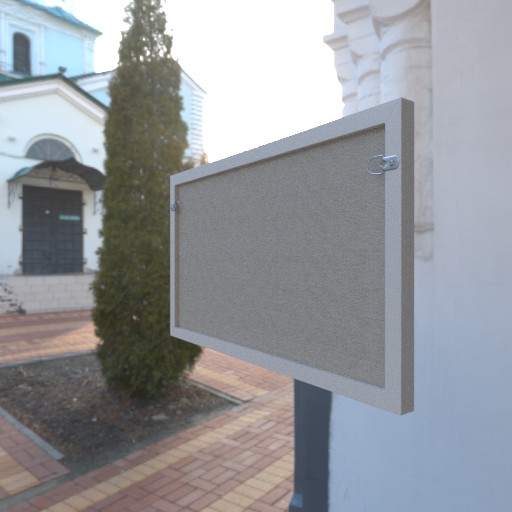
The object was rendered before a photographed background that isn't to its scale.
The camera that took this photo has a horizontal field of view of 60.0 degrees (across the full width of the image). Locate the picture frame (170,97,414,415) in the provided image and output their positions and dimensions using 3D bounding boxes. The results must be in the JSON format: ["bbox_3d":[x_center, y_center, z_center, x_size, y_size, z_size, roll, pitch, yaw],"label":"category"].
[{"bbox_3d":[0.000,0.000,0.800,0.044,0.379,0.647,0,0,-36],"label":"picture frame"}]
